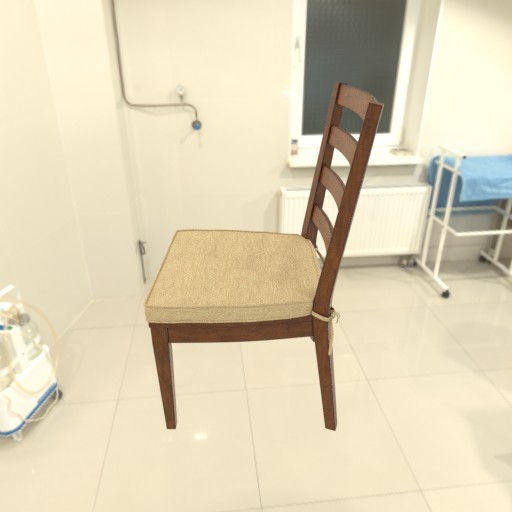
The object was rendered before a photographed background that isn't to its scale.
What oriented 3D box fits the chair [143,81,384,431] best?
[{"bbox_3d":[0.000,0.000,1.387,0.595,0.979,0.593,0,27,0],"label":"chair"}]
